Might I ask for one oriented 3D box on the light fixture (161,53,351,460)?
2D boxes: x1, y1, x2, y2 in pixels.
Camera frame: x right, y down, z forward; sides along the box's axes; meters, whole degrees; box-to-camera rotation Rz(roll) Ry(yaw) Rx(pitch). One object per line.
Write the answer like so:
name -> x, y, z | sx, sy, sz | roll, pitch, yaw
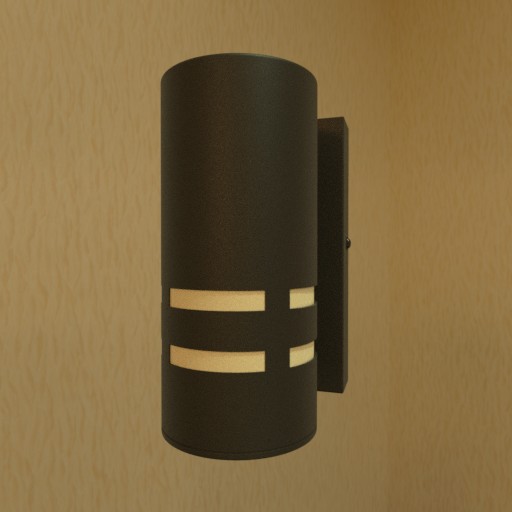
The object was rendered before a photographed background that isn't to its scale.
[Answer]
light fixture -> 0.000, 0.000, 0.260 | 0.098, 0.179, 0.138 | 0, 1, 18
